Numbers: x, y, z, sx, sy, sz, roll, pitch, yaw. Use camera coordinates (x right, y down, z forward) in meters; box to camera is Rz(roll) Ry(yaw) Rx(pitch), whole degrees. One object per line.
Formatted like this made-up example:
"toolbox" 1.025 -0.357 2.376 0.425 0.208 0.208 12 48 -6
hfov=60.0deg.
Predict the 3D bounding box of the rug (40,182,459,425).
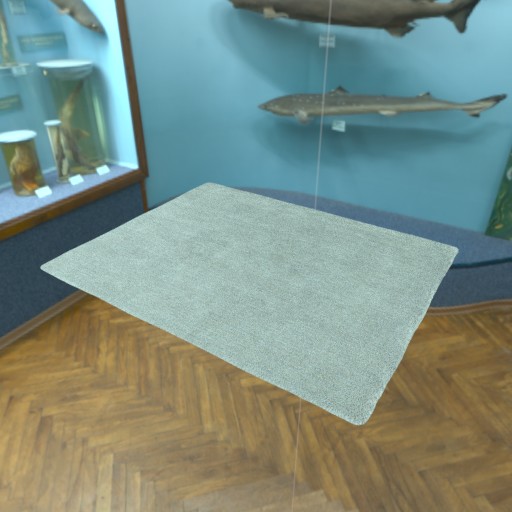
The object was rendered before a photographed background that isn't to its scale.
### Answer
"rug" 0.000 0.000 3.892 2.933 0.027 2.332 19 36 28
